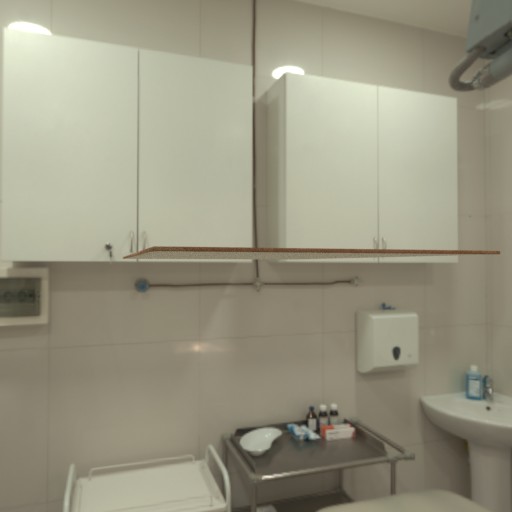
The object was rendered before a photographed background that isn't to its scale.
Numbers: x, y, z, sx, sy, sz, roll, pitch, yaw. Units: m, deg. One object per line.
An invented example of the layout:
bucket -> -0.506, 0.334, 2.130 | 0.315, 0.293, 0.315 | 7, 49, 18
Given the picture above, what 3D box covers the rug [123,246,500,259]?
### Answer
rug -> 0.000, 0.000, 2.249 | 1.219, 0.014, 1.829 | 0, -1, -19
